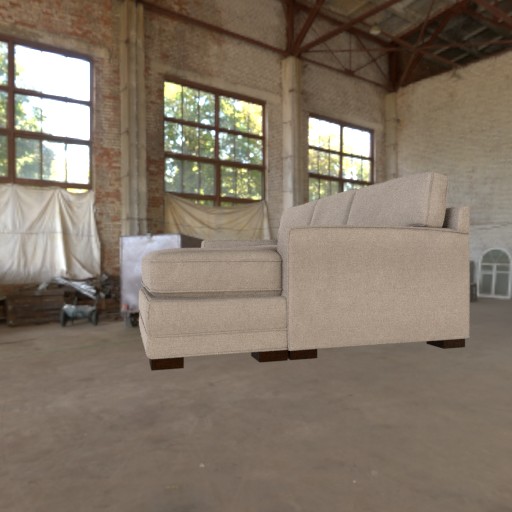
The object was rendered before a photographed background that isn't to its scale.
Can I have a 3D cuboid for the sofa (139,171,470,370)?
[{"bbox_3d":[0.000,0.000,2.873,1.496,0.861,2.087,0,0,-17],"label":"sofa"}]
